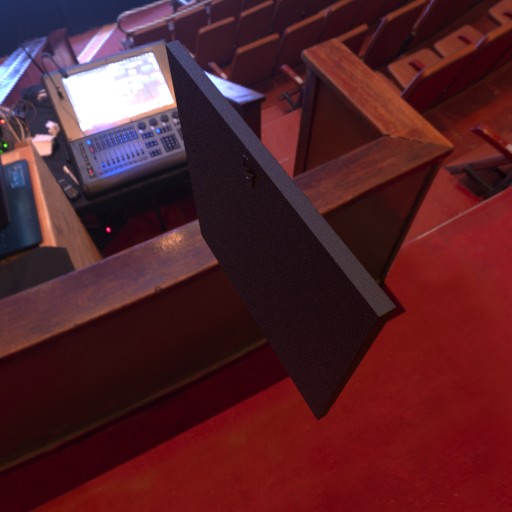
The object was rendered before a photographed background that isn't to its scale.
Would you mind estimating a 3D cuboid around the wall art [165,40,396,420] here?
[{"bbox_3d":[0.000,0.000,1.214,0.043,0.807,0.805,-27,62,-15],"label":"wall art"}]
